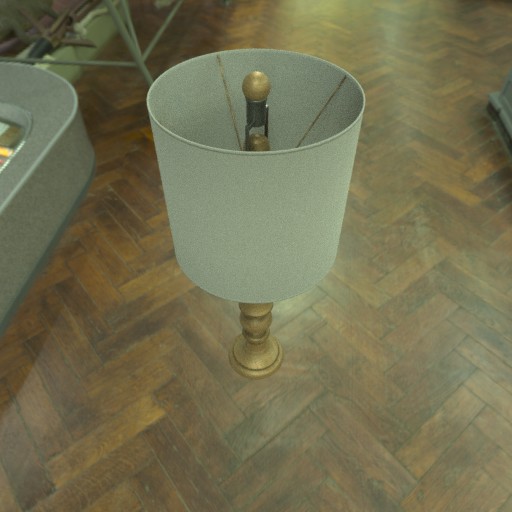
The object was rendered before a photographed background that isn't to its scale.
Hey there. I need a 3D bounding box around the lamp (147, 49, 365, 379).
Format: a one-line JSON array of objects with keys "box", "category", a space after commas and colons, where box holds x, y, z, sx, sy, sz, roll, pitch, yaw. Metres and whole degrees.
[{"box": [0.000, 0.000, 0.714, 0.250, 0.597, 0.250, -18, 49, -17], "category": "lamp"}]
